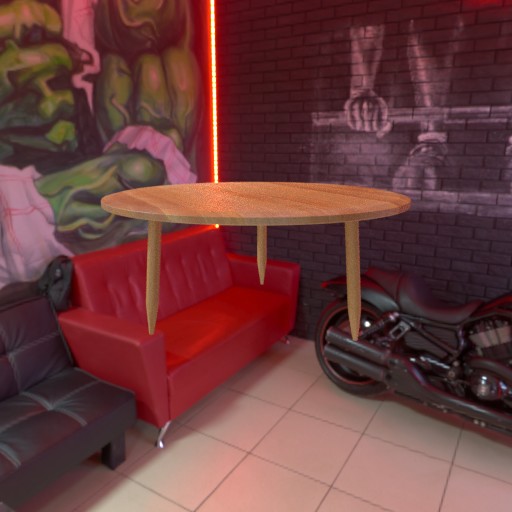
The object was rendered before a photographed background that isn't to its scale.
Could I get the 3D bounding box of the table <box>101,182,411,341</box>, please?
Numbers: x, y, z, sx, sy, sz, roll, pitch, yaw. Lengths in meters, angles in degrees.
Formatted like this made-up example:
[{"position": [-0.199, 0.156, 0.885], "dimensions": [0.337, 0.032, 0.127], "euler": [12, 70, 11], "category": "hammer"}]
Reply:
[{"position": [0.000, 0.000, 1.404], "dimensions": [0.900, 0.400, 0.900], "euler": [0, 14, 0], "category": "table"}]
